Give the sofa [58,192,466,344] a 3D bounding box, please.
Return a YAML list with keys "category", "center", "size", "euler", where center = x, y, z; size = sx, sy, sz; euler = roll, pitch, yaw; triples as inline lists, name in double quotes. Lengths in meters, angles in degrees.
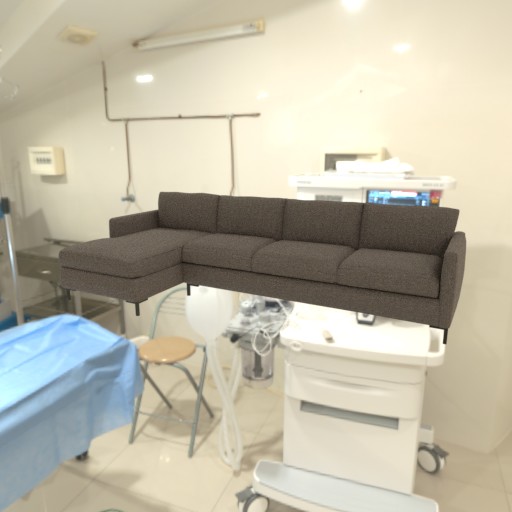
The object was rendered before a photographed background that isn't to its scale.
- category: "sofa"
  center: [0.000, 0.000, 3.224]
  size: [2.731, 0.754, 1.258]
  euler: [7, 16, 27]
